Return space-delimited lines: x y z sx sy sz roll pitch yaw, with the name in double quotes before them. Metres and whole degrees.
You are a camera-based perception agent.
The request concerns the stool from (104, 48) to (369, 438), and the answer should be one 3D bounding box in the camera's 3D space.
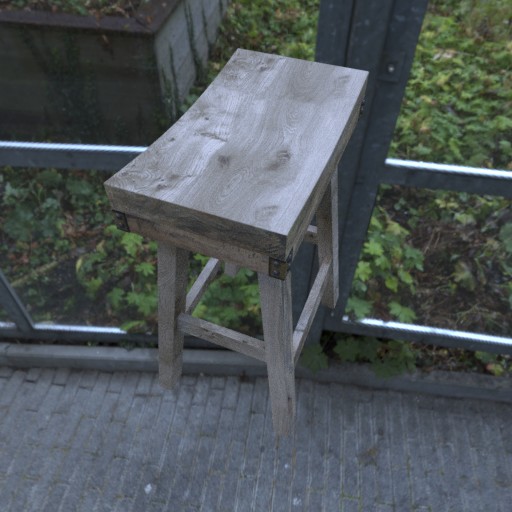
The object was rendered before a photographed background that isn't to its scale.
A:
"stool" 0.000 0.000 0.918 0.330 0.635 0.450 17 50 14
